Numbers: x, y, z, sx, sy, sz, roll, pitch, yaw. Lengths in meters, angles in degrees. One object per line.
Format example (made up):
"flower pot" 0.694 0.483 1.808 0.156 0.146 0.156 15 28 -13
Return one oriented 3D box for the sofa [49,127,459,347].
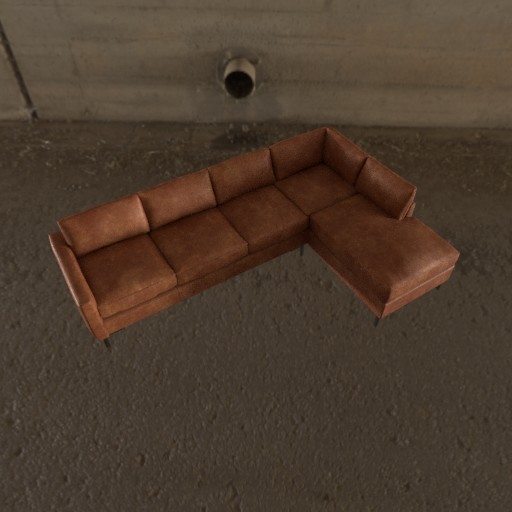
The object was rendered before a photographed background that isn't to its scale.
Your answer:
"sofa" 0.000 0.000 3.881 2.984 0.877 1.938 -24 51 -21
